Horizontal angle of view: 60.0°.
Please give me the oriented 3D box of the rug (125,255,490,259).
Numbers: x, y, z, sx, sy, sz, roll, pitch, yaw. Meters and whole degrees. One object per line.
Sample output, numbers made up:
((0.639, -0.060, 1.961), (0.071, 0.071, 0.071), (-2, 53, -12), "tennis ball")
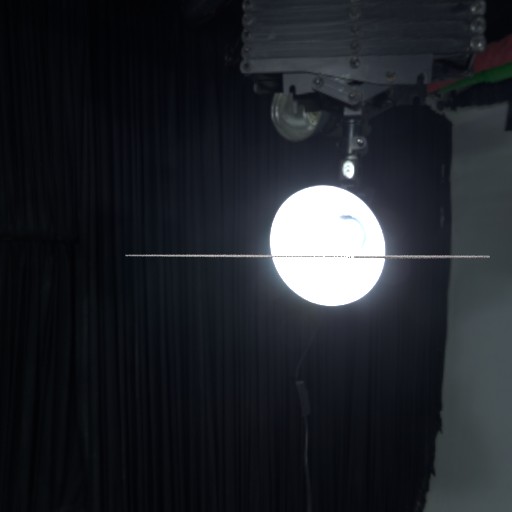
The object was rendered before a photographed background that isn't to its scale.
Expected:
((0.000, 0.000, 2.697), (0.766, 0.008, 2.432), (0, 0, -36), "rug")
